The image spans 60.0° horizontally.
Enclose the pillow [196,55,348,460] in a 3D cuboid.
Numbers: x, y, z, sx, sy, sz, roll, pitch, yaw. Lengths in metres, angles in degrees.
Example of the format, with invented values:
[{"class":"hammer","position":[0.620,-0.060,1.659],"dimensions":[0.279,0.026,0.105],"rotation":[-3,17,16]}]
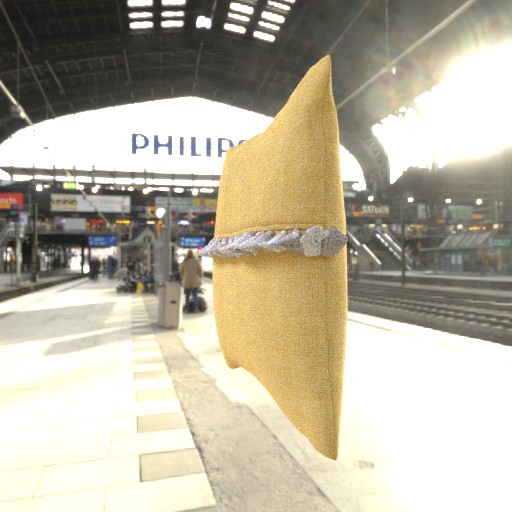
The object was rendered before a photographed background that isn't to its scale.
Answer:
[{"class":"pillow","position":[0.000,0.000,0.737],"dimensions":[0.167,0.481,0.485],"rotation":[0,-1,-18]}]
